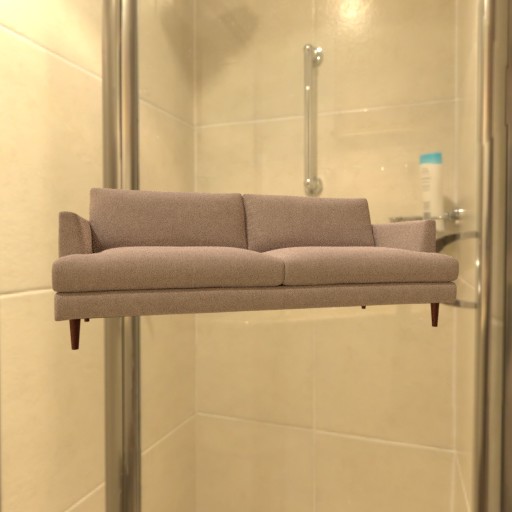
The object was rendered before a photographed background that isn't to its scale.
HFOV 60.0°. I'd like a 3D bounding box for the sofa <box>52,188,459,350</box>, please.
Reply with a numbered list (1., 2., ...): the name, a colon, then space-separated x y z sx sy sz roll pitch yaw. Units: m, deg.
1. sofa: 0.000 0.000 2.804 2.250 0.868 1.020 0 1 -17
